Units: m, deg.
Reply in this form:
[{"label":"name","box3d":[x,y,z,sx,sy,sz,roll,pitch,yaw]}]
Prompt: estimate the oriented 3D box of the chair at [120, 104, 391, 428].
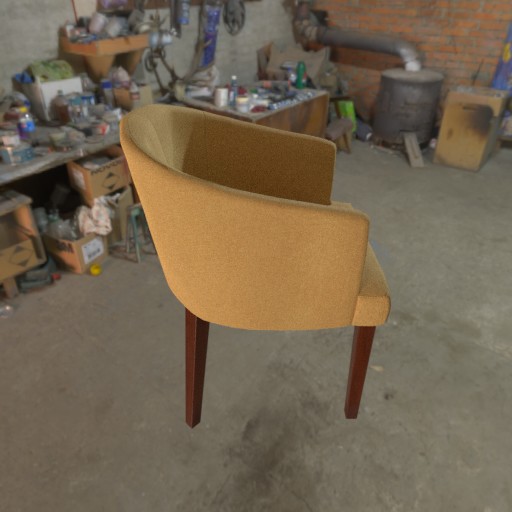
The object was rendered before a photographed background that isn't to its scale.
[{"label":"chair","box3d":[0.000,0.000,1.283,0.655,0.811,0.583,0,32,0]}]
